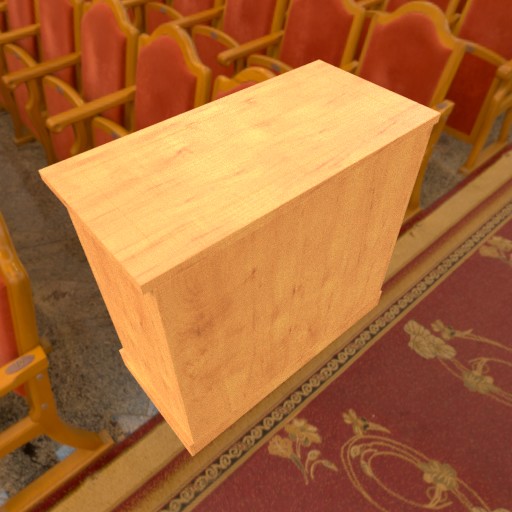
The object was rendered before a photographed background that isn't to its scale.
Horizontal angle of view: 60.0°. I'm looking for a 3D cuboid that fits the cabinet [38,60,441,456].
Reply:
[{"bbox_3d":[0.000,0.000,1.402,0.920,0.840,0.450,-32,54,-27],"label":"cabinet"}]
